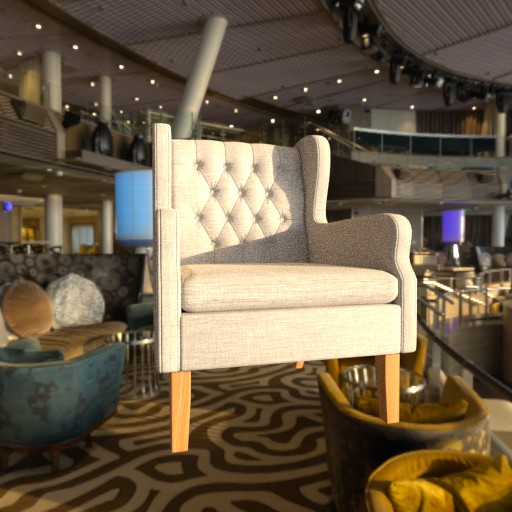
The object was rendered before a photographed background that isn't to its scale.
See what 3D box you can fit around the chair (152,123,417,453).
[{"bbox_3d":[0.000,0.000,1.483,0.710,0.930,0.760,0,2,-17],"label":"chair"}]
